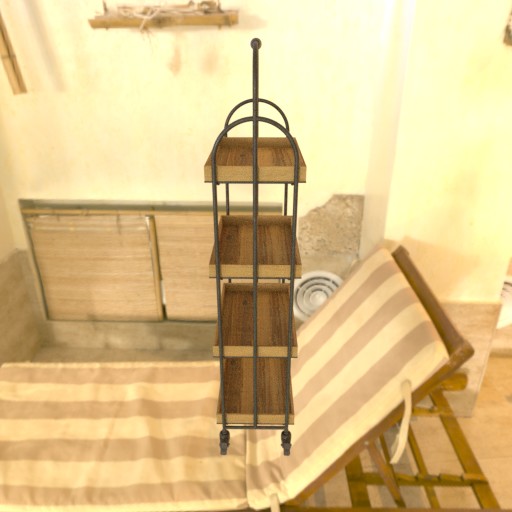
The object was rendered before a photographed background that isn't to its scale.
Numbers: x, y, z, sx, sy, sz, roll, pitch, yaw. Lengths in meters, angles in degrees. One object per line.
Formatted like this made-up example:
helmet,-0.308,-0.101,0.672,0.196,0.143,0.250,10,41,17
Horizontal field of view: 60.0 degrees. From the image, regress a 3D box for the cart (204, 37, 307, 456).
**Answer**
cart,0.000,0.000,1.676,0.308,1.481,0.581,0,25,1
